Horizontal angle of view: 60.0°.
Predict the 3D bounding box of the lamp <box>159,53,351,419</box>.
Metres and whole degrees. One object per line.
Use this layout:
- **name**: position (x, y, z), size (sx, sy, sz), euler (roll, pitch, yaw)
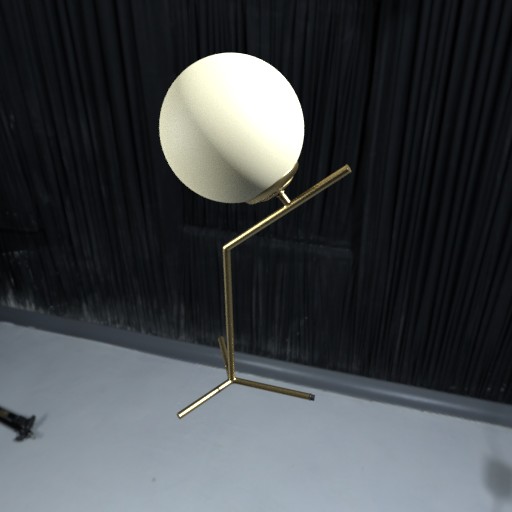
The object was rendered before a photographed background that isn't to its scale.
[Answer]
- **lamp**: position (0.000, 0.000, 0.662), size (0.251, 0.552, 0.210), euler (8, 31, 14)
